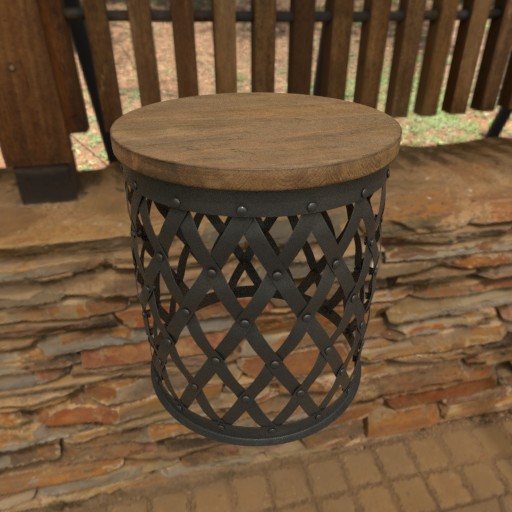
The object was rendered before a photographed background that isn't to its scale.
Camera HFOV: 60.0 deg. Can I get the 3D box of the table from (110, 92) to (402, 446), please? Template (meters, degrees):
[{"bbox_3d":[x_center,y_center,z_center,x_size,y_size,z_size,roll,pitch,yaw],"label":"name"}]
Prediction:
[{"bbox_3d":[0.000,0.000,0.753,0.405,0.454,0.405,0,31,0],"label":"table"}]
